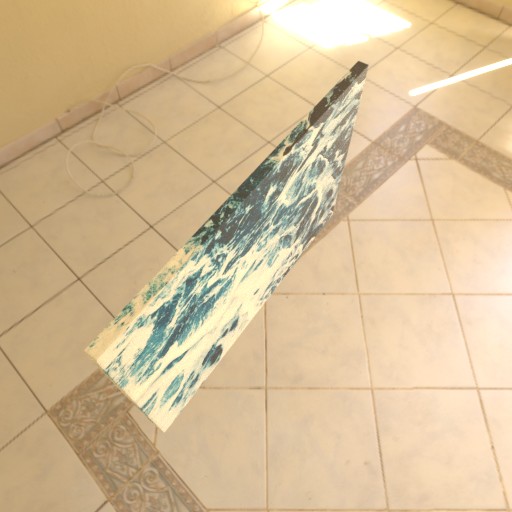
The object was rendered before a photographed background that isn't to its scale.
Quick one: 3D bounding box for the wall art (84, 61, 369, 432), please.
[{"bbox_3d":[0.000,0.000,1.923,0.055,1.017,1.524,31,63,18],"label":"wall art"}]
